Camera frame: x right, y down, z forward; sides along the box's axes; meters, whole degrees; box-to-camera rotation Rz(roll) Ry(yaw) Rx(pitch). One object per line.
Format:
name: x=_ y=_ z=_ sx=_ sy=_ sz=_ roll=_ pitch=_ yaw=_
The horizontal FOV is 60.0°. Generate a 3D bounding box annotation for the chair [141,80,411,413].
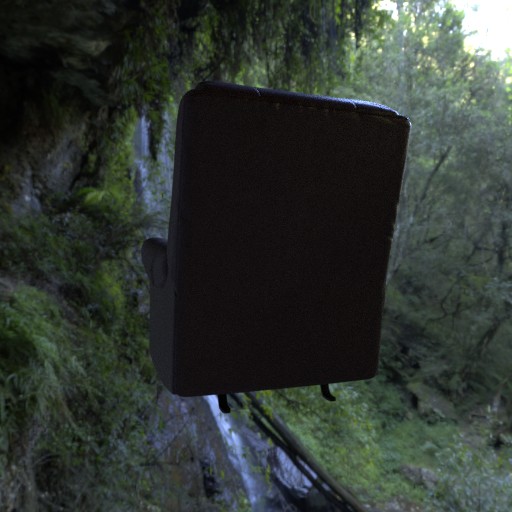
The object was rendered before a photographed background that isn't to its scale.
chair: x=0.000 y=0.000 z=1.788 sx=0.838 sy=1.054 sz=1.014 roll=0 pitch=-1 yaw=-19
